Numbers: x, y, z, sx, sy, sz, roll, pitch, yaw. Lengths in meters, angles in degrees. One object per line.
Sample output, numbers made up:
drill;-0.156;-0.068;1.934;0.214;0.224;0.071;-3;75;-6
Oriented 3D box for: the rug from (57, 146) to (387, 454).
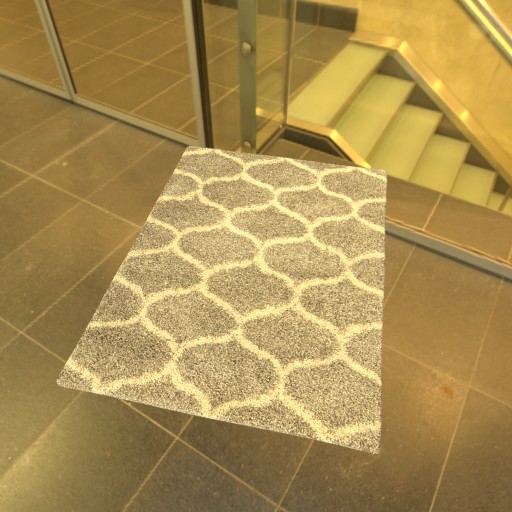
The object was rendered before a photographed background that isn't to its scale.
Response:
rug;0.000;0.000;2.106;1.200;0.025;1.600;9;48;8
